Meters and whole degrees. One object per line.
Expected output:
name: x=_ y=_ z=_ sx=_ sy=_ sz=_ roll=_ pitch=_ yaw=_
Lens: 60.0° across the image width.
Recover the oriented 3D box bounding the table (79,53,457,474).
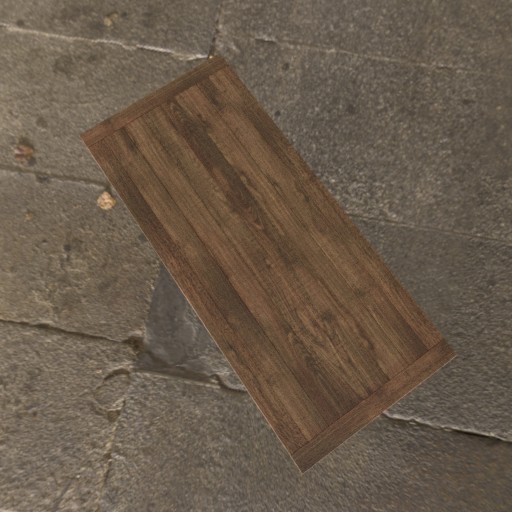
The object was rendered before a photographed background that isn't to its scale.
table: x=0.000 y=0.000 z=2.589 sx=0.907 sy=0.733 sz=2.031 roll=-34 pitch=78 yaw=-8
